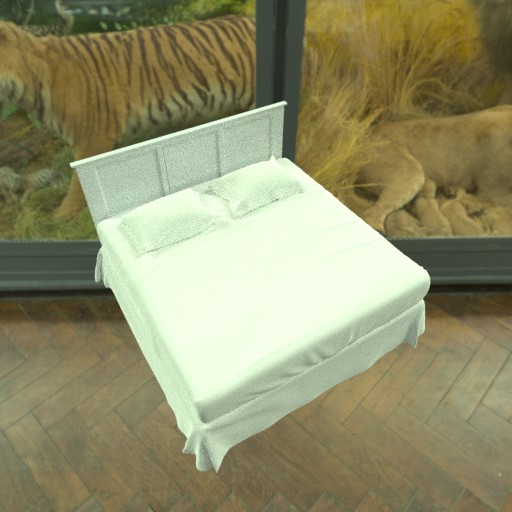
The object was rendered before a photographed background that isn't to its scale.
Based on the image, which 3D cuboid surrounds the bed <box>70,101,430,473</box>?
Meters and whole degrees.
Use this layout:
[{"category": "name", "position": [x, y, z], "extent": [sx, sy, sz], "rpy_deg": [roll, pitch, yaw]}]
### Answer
[{"category": "bed", "position": [0.000, 0.000, 3.599], "extent": [2.317, 1.273, 2.215], "rpy_deg": [-24, 50, -22]}]
